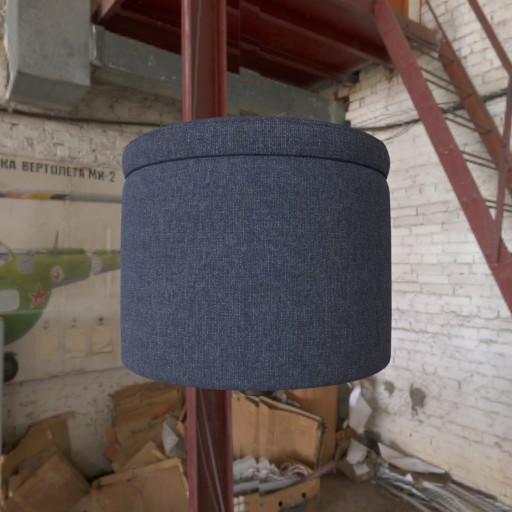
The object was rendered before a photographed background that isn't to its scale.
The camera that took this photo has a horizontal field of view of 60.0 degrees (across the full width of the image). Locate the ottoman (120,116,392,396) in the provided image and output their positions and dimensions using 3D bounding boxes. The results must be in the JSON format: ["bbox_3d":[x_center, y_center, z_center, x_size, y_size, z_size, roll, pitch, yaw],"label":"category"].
[{"bbox_3d":[0.000,0.000,0.890,0.520,0.430,0.520,0,-1,0],"label":"ottoman"}]
